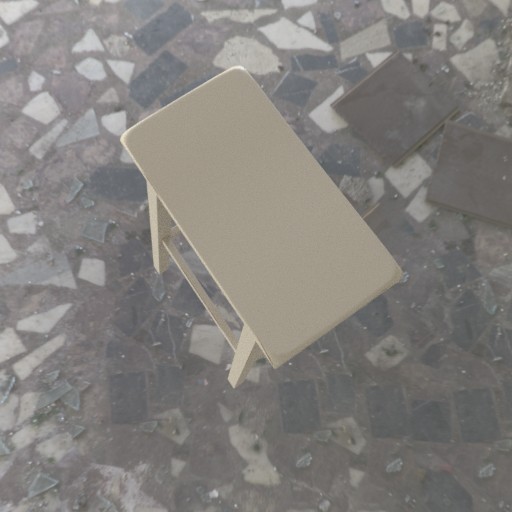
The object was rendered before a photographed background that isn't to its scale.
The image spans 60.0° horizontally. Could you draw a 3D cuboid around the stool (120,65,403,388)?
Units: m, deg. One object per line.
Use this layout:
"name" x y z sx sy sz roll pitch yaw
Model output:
"stool" 0.000 0.000 1.045 0.476 0.737 0.457 -34 79 -7
